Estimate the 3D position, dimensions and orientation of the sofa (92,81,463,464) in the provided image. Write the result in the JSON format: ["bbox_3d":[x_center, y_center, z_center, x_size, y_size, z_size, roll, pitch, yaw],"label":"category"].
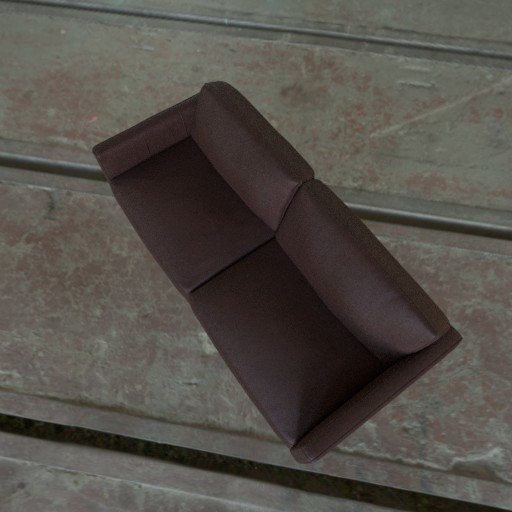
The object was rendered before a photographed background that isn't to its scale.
[{"bbox_3d":[0.000,0.000,2.429,0.923,0.863,1.971,-33,69,-15],"label":"sofa"}]
